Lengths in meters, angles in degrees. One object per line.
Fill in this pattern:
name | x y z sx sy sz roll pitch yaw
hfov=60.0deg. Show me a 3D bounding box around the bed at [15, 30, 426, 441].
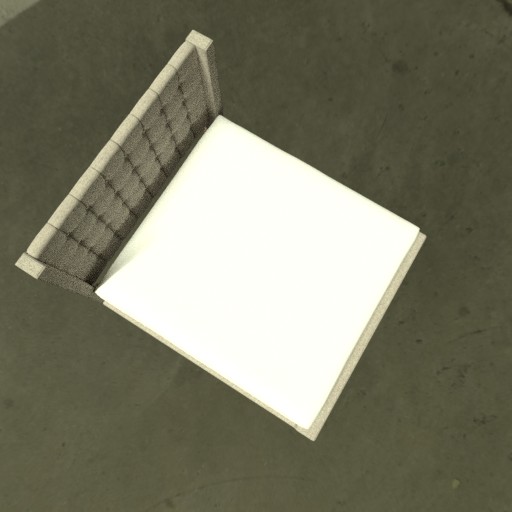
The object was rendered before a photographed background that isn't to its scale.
bed | 0.000 0.000 3.694 2.372 1.748 2.044 31 79 7
